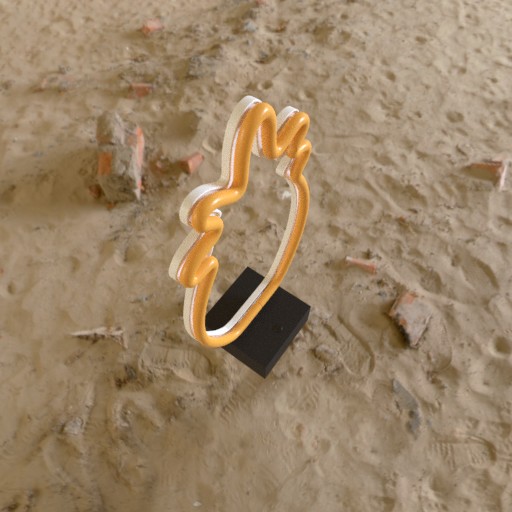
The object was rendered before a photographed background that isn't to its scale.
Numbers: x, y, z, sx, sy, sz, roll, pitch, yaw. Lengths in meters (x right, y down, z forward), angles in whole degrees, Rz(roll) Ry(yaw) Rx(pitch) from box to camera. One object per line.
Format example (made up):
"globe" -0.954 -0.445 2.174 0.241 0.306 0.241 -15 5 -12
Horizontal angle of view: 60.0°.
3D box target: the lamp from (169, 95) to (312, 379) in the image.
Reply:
"lamp" 0.000 0.000 0.387 0.088 0.317 0.167 32 63 18
